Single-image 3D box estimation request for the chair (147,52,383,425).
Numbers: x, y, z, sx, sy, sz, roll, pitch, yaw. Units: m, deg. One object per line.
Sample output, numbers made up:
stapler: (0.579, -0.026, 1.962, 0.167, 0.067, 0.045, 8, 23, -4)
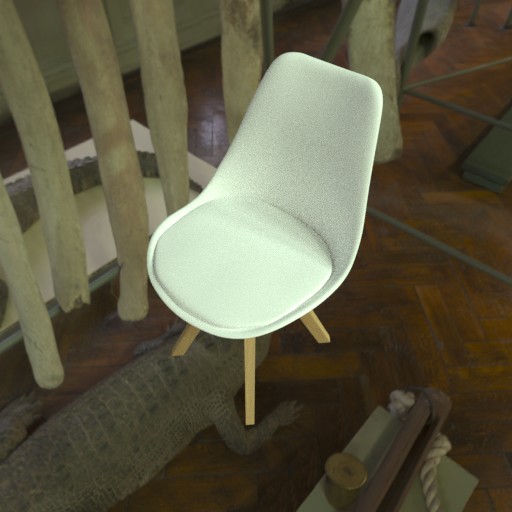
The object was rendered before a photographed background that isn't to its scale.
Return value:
chair: (0.000, 0.000, 1.173, 0.485, 0.849, 0.550, 34, 56, 27)
